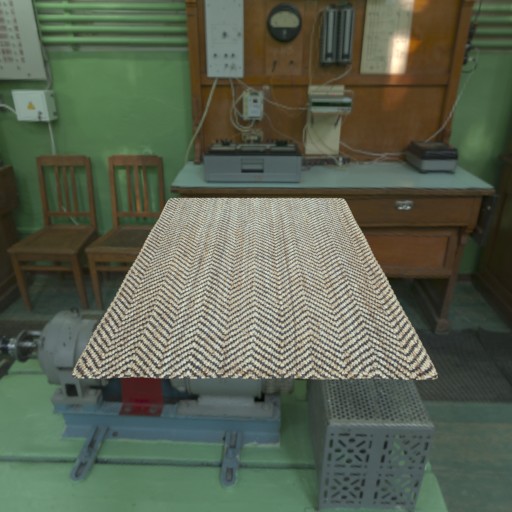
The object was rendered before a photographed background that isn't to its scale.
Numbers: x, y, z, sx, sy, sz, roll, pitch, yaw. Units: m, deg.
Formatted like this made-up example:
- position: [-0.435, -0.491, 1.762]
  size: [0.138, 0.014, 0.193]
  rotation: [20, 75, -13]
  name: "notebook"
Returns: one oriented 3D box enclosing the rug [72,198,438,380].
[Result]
- position: [0.000, 0.000, 2.272]
  size: [1.219, 0.008, 1.828]
  rotation: [0, 26, 0]
  name: "rug"
